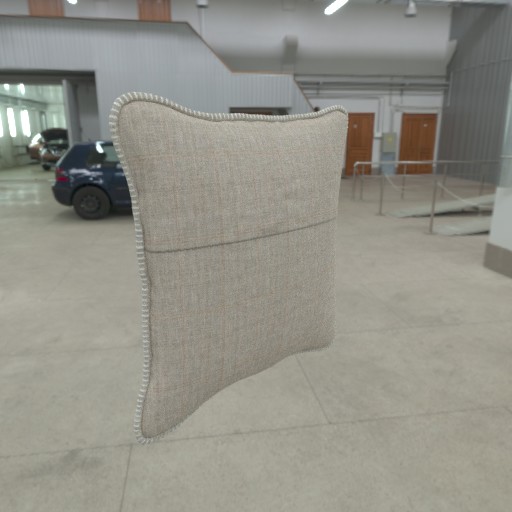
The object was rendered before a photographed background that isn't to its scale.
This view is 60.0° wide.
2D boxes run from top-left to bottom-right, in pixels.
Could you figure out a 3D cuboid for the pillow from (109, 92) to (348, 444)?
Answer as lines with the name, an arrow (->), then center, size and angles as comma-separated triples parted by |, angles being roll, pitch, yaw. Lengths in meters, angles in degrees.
pillow -> 0.000, 0.000, 0.741 | 0.485, 0.494, 0.124 | -15, 21, -42
